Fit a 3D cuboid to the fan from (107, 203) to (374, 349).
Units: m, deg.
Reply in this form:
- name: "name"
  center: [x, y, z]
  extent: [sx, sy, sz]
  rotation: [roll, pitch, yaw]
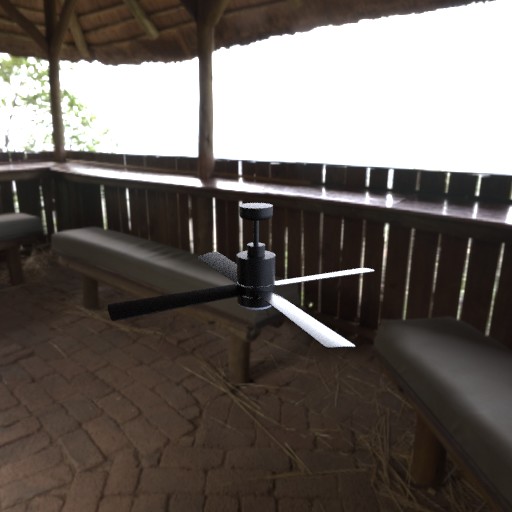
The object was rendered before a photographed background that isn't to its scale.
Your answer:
- name: "fan"
  center: [0.000, 0.000, 2.333]
  extent: [1.525, 0.534, 1.525]
  rotation: [-7, 17, -25]
